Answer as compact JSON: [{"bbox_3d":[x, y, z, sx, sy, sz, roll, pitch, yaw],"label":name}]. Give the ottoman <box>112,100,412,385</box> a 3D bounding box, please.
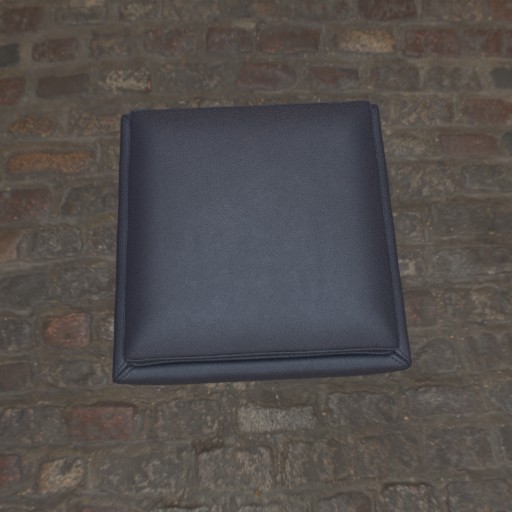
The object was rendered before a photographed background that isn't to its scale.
[{"bbox_3d":[0.000,0.000,0.839,0.450,0.460,0.451,-3,76,-1],"label":"ottoman"}]
